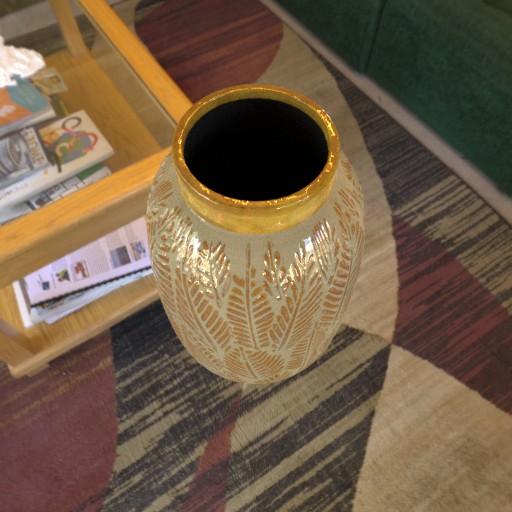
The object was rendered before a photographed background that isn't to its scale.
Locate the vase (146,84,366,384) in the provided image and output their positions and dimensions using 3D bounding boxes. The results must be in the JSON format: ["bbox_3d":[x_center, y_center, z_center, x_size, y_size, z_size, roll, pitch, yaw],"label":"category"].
[{"bbox_3d":[0.000,0.000,0.370,0.172,0.270,0.172,0,61,0],"label":"vase"}]
